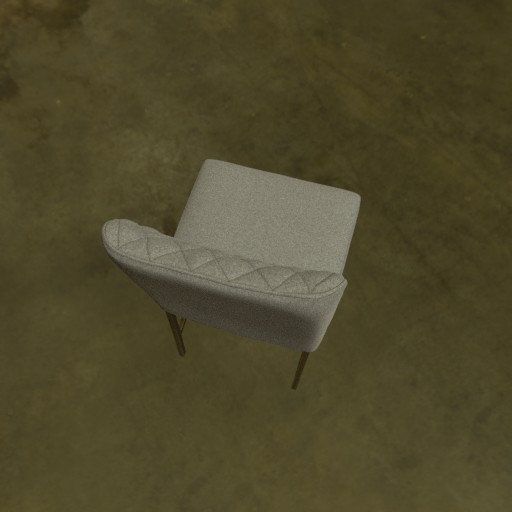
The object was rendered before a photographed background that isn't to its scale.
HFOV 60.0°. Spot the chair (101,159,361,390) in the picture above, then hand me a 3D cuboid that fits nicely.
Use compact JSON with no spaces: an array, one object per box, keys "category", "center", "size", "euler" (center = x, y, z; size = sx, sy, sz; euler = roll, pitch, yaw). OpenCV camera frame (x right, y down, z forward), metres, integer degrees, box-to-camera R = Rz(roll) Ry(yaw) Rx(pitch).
[{"category":"chair","center":[0.000,0.000,1.261],"size":[0.508,0.889,0.587],"euler":[15,64,7]}]
